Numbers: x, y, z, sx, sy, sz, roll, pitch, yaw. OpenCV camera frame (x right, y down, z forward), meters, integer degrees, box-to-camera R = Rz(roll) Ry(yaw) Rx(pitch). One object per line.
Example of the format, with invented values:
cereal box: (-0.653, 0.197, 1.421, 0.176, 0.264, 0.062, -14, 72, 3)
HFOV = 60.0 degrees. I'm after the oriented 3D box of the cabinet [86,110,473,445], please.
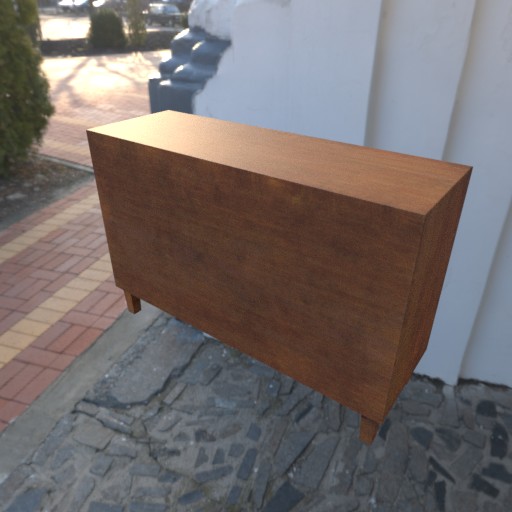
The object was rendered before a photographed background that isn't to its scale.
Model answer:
cabinet: (0.000, 0.000, 1.602, 1.204, 0.805, 0.403, 20, 36, 31)
